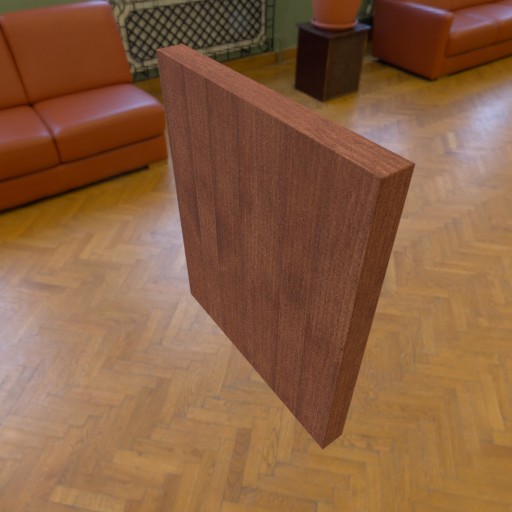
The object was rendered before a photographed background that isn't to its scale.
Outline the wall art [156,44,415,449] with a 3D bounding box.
[{"bbox_3d":[0.000,0.000,0.606,0.039,0.449,0.377,-26,48,-26],"label":"wall art"}]
